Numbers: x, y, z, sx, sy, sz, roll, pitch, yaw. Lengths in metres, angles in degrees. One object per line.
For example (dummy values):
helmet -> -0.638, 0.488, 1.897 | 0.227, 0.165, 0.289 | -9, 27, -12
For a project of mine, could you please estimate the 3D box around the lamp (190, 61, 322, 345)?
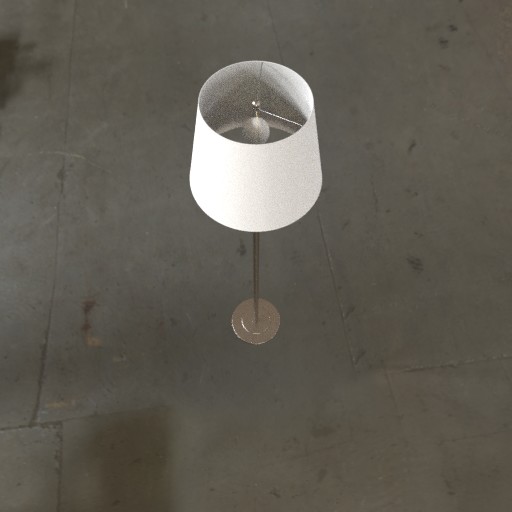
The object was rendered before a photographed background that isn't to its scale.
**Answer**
lamp -> 0.000, 0.000, 1.617 | 0.355, 1.473, 0.355 | 0, 63, 0
